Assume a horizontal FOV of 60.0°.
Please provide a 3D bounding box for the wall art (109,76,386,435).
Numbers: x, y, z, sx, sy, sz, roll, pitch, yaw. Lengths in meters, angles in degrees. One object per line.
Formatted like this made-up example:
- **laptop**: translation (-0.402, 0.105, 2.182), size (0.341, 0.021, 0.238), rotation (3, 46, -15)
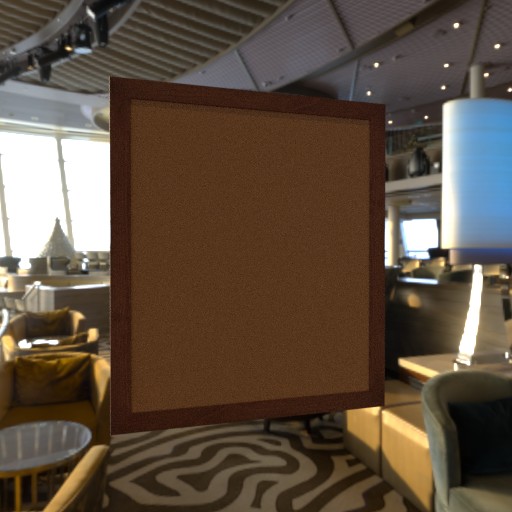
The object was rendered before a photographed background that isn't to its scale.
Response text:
- **wall art**: translation (0.000, 0.000, 0.529), size (0.330, 0.381, 0.030), rotation (0, 1, -16)
